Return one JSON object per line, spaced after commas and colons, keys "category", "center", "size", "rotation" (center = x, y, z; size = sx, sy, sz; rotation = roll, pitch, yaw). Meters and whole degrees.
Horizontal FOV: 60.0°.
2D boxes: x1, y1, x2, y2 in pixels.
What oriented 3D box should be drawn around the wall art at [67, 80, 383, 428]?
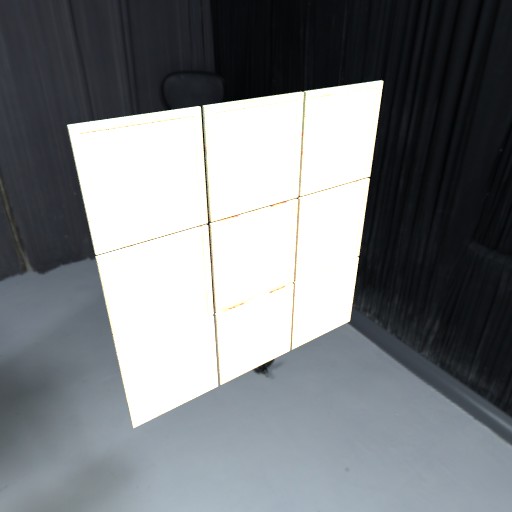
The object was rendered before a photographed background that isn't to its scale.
{"category": "wall art", "center": [0.000, 0.000, 1.787], "size": [1.214, 1.219, 0.013], "rotation": [-19, 36, -29]}
